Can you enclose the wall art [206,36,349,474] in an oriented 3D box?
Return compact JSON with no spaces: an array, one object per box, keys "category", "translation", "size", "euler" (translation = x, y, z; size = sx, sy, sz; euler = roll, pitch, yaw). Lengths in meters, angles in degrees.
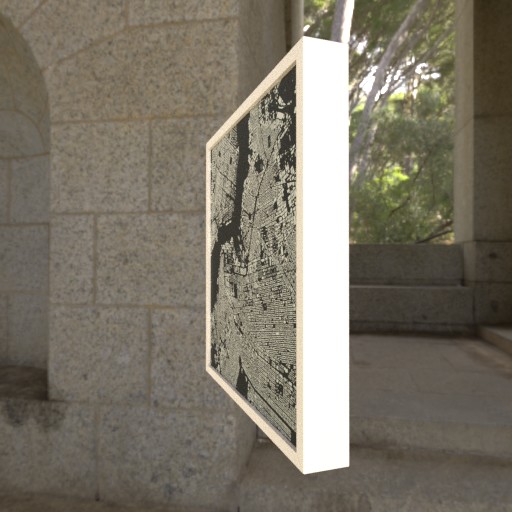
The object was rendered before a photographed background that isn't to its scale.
[{"category":"wall art","translation":[0.000,0.000,0.458],"size":[0.037,0.305,0.305],"euler":[0,0,-19]}]
